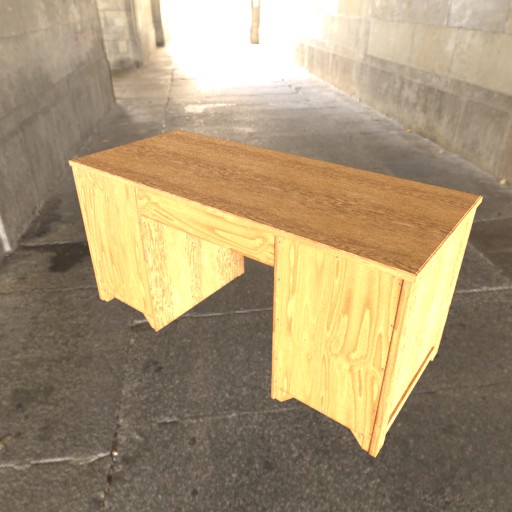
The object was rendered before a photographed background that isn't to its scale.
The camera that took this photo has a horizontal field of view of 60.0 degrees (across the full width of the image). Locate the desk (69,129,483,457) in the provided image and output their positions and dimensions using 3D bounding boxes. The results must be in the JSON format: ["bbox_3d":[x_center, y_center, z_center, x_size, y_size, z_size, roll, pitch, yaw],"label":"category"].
[{"bbox_3d":[0.000,0.000,1.980,1.567,0.751,0.685,21,36,31],"label":"desk"}]
